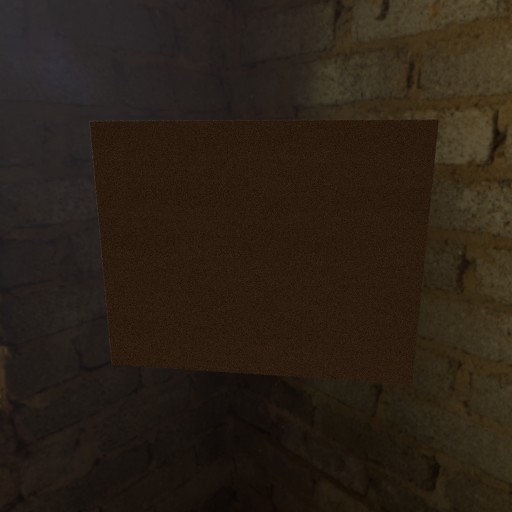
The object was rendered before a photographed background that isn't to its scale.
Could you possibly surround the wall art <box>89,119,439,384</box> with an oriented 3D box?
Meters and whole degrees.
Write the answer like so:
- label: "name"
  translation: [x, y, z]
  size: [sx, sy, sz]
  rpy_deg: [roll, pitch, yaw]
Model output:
- label: "wall art"
  translation: [0.000, 0.000, 0.697]
  size: [0.508, 0.408, 0.010]
  rpy_deg: [2, 15, 7]
